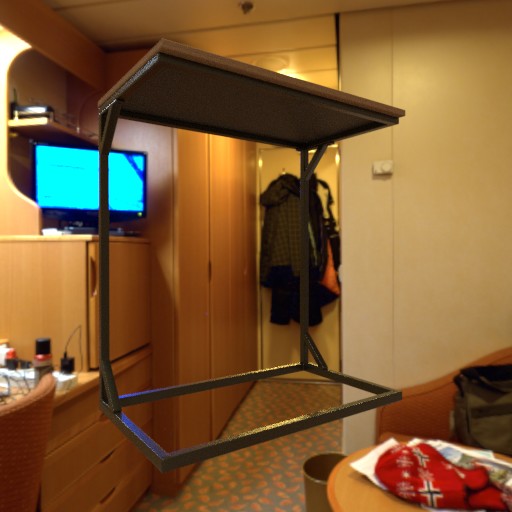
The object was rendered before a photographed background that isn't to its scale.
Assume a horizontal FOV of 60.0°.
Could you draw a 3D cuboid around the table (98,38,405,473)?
[{"bbox_3d":[0.000,0.000,0.997,0.597,0.673,0.351,0,1,-35],"label":"table"}]
